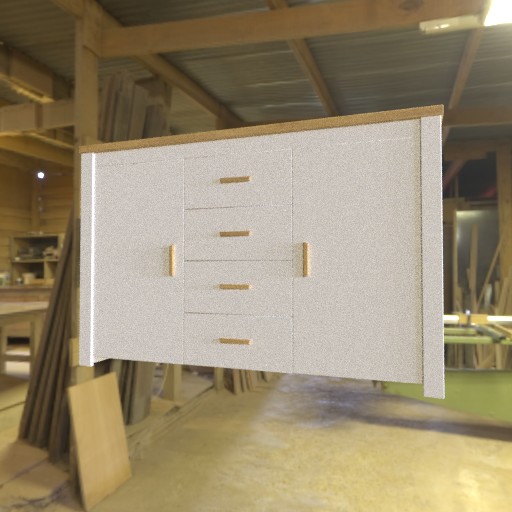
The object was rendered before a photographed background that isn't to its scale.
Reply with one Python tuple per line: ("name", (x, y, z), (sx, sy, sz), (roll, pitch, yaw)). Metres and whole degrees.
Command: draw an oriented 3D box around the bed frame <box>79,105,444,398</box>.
("bed frame", (0.000, 0.000, 1.686), (1.300, 0.850, 0.430), (-1, -2, 20))
